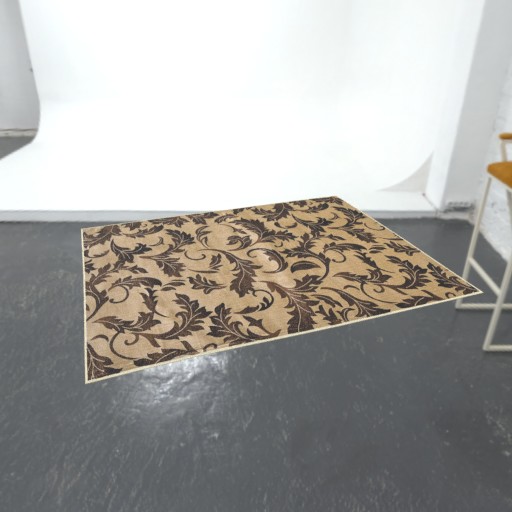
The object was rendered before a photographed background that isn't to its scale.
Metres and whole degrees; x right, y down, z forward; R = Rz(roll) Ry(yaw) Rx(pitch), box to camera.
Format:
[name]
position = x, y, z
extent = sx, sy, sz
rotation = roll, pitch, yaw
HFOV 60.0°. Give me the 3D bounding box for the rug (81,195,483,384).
[rug]
position = 0.000, 0.000, 4.029
extent = 2.977, 0.008, 2.380
rotation = -9, 29, -18
